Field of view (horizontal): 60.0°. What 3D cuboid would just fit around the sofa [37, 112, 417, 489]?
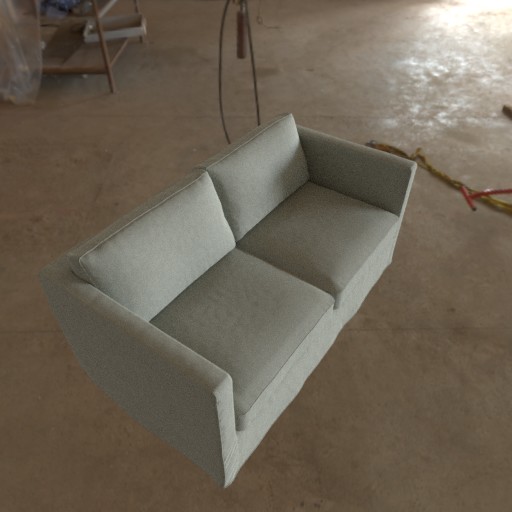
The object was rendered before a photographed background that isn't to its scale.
[{"bbox_3d":[0.000,0.000,2.239,0.944,0.830,1.727,26,48,26],"label":"sofa"}]
